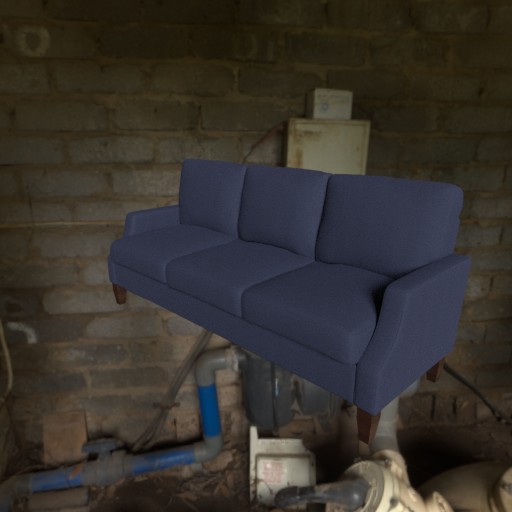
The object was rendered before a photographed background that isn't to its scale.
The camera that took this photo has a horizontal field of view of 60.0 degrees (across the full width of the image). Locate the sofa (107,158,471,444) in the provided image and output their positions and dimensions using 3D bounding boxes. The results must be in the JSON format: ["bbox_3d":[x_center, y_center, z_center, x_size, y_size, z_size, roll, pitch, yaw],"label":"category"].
[{"bbox_3d":[0.000,0.000,2.587,2.115,0.984,0.888,16,23,42],"label":"sofa"}]
